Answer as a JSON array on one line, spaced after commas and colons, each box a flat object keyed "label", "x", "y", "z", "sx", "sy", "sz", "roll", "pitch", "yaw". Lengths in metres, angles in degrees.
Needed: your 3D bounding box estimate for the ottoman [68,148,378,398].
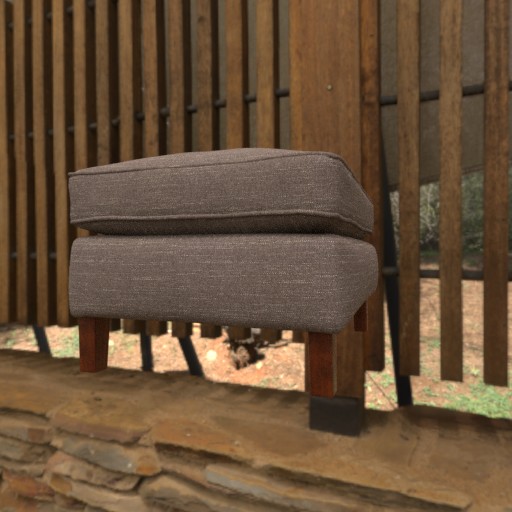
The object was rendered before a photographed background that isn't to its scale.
[{"label": "ottoman", "x": 0.000, "y": 0.000, "z": 0.998, "sx": 0.508, "sy": 0.406, "sz": 0.686, "roll": 0, "pitch": 0, "yaw": 19}]
